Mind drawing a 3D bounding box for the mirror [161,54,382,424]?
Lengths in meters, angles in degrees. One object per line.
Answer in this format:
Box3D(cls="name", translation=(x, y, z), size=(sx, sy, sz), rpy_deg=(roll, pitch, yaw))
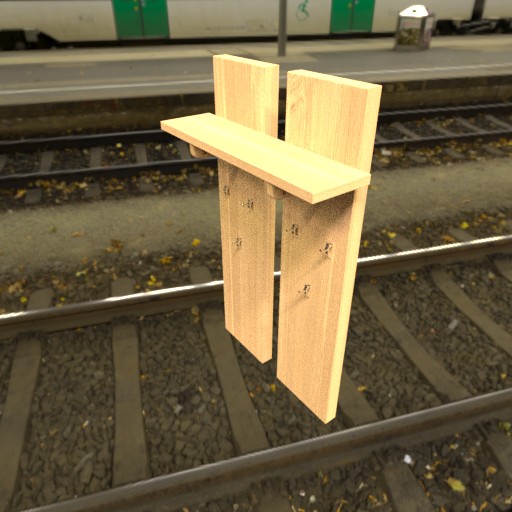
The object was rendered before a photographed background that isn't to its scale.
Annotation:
Box3D(cls="mirror", translation=(0.000, 0.000, 1.607), size=(0.260, 1.250, 0.800), rpy_deg=(-21, 38, -31))
